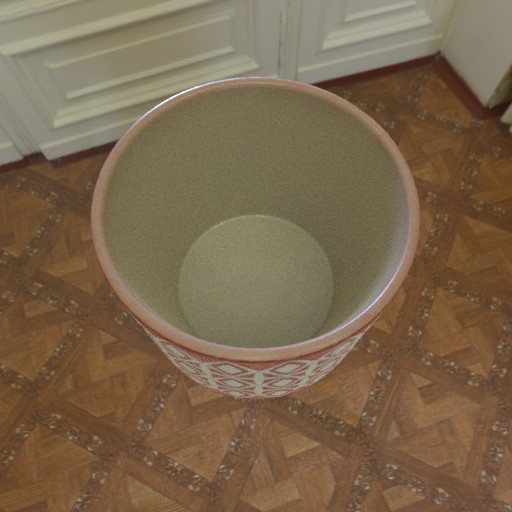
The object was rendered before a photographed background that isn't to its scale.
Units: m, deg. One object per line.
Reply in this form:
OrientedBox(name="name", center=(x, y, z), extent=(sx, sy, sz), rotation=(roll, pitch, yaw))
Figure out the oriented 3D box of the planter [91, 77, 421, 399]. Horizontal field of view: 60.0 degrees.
OrientedBox(name="planter", center=(0.000, 0.000, 0.476), extent=(0.273, 0.237, 0.273), rotation=(0, 65, 0))
